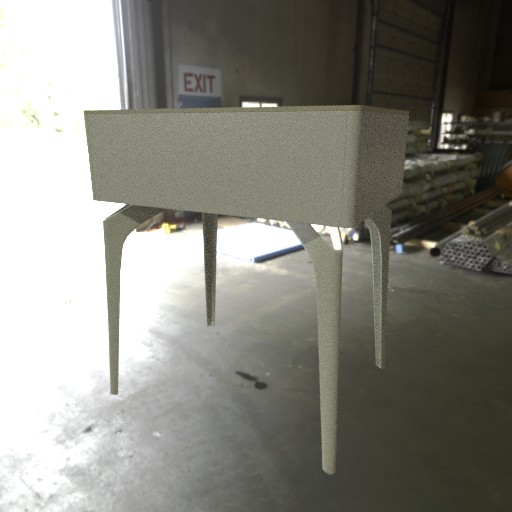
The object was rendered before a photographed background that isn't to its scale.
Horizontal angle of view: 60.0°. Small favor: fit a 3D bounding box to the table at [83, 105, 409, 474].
[{"bbox_3d":[0.000,0.000,0.917,0.500,0.570,0.400,9,19,26],"label":"table"}]
